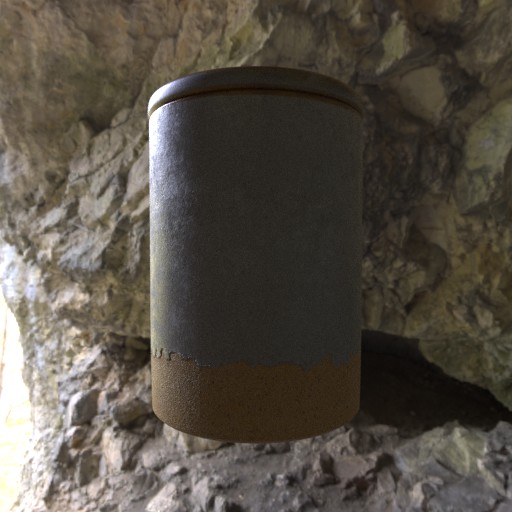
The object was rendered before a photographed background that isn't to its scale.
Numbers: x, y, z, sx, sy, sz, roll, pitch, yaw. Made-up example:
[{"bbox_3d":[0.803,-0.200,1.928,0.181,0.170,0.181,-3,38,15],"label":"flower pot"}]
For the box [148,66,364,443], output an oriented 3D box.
[{"bbox_3d":[0.000,0.000,0.250,0.118,0.168,0.118,0,1,0],"label":"box"}]
